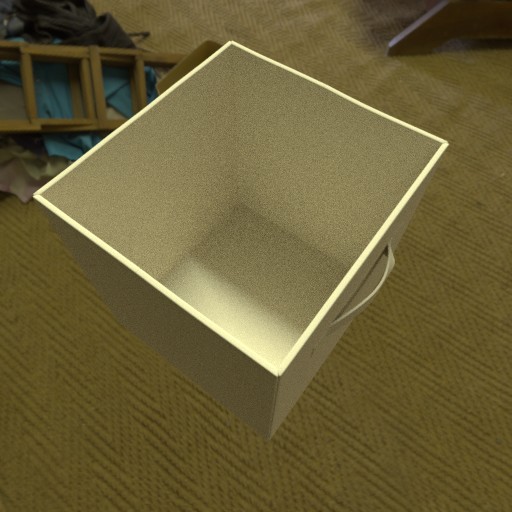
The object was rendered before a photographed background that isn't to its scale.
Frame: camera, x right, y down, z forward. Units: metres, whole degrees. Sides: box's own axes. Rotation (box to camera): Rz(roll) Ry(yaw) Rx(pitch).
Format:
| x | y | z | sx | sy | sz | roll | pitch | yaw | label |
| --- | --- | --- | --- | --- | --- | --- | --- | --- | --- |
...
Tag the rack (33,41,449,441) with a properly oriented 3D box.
| x | y | z | sx | sy | sz | roll | pitch | yaw | label |
| --- | --- | --- | --- | --- | --- | --- | --- | --- | --- |
| 0.000 | 0.000 | 0.498 | 0.270 | 0.280 | 0.270 | 33 | 64 | 18 | rack |
